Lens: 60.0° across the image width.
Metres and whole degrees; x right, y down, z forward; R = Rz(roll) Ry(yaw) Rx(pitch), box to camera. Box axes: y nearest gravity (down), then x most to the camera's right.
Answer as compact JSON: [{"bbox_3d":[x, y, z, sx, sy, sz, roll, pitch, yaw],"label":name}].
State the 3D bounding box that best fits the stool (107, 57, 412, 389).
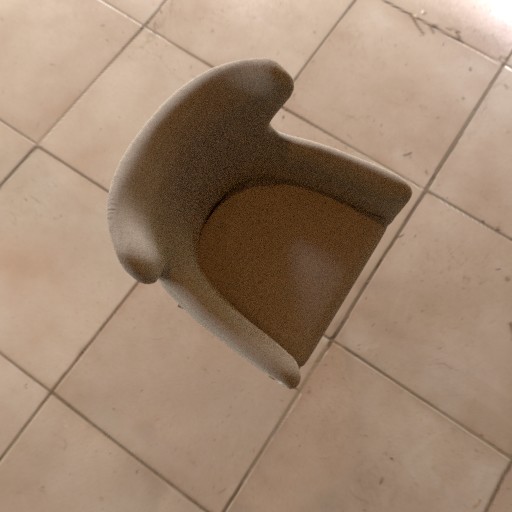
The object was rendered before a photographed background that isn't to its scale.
[{"bbox_3d":[0.000,0.000,1.341,0.563,1.034,0.556,32,77,8],"label":"stool"}]
